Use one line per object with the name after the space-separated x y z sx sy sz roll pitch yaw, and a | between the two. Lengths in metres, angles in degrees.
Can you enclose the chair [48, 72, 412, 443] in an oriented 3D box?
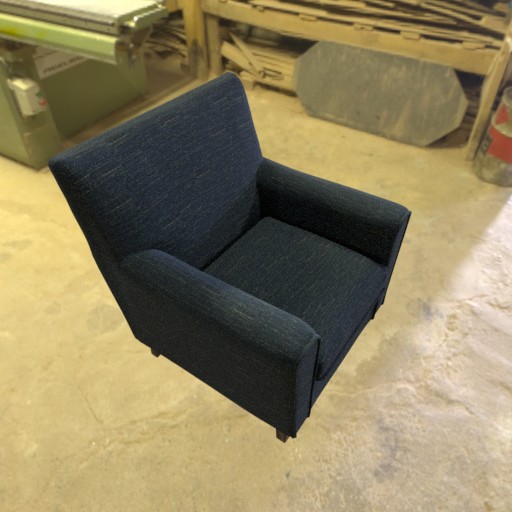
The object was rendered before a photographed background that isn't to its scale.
0.000 0.000 1.644 0.873 0.928 0.864 25 48 25 | chair
